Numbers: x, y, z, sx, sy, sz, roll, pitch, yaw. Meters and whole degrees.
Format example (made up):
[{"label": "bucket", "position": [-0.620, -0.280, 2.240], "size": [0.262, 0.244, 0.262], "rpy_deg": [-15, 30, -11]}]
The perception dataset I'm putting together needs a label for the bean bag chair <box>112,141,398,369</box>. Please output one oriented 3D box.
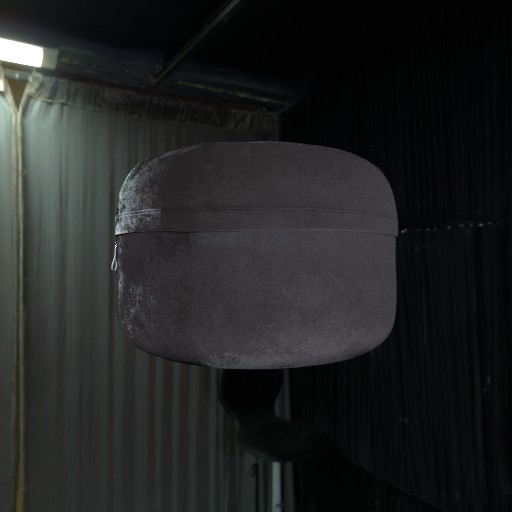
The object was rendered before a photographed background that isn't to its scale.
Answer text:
[{"label": "bean bag chair", "position": [0.000, 0.000, 1.507], "size": [0.918, 0.605, 0.918], "rpy_deg": [0, -1, 0]}]
